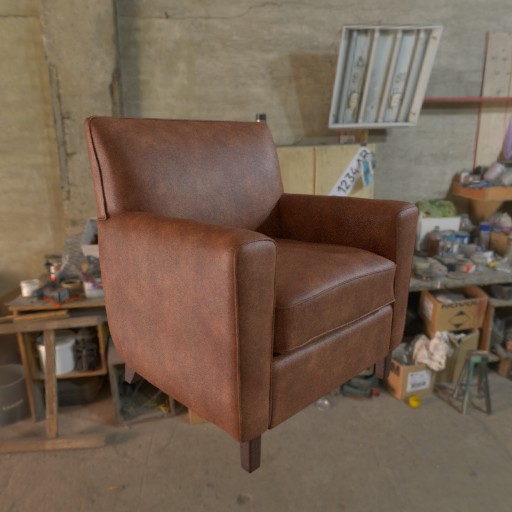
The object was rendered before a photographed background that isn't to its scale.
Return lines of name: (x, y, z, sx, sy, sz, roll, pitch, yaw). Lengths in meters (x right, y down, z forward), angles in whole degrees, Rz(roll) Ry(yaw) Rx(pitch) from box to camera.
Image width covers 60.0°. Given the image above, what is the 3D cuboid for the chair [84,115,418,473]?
chair: (0.000, 0.000, 1.562, 0.870, 0.943, 0.823, -14, 20, -42)
